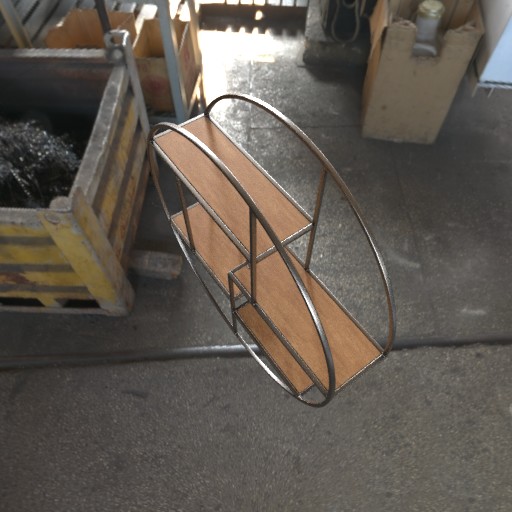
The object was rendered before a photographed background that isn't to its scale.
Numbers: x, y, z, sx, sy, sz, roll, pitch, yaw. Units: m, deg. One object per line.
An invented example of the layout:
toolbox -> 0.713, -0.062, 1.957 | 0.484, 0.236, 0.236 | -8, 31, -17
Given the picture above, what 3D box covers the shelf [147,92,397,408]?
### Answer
shelf -> 0.000, 0.000, 1.302 | 0.202, 0.888, 0.888 | -31, 63, -18
